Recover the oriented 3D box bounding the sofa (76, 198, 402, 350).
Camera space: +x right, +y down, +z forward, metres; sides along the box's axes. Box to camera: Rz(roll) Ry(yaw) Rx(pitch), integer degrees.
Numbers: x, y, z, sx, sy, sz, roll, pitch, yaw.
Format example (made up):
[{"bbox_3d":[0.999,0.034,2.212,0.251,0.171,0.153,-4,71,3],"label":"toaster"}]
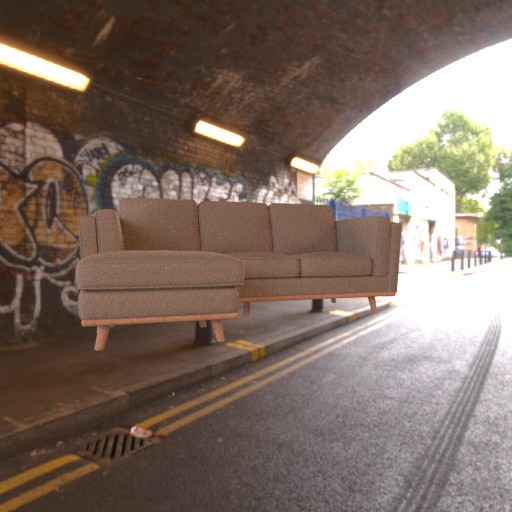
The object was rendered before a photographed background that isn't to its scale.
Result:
[{"bbox_3d":[0.000,0.000,3.235,2.411,0.929,1.604,0,1,-18],"label":"sofa"}]
